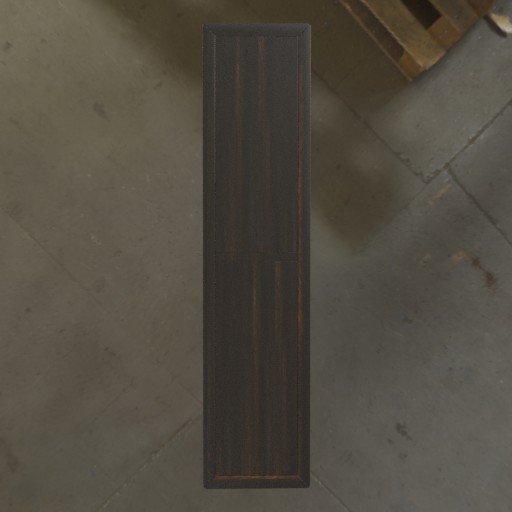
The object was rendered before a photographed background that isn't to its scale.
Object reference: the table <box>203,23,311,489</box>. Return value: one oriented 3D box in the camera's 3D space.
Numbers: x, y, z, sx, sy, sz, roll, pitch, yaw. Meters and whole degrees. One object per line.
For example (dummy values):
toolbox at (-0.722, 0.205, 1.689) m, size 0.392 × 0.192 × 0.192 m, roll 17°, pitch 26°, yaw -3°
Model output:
table at (0.000, 0.000, 1.933) m, size 0.384 × 0.762 × 1.631 m, roll 0°, pitch 91°, yaw -1°
